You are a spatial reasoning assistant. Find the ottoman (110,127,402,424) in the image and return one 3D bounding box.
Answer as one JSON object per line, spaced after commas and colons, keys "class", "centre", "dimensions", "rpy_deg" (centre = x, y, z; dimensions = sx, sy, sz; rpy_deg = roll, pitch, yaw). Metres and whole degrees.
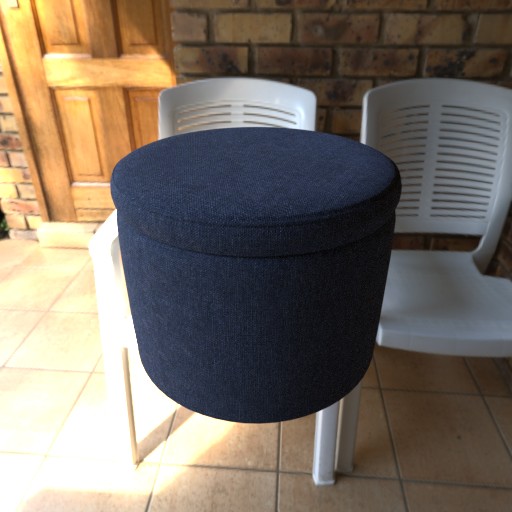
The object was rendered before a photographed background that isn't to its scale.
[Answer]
{"class": "ottoman", "centre": [0.000, 0.000, 0.904], "dimensions": [0.520, 0.430, 0.520], "rpy_deg": [0, 30, 0]}
